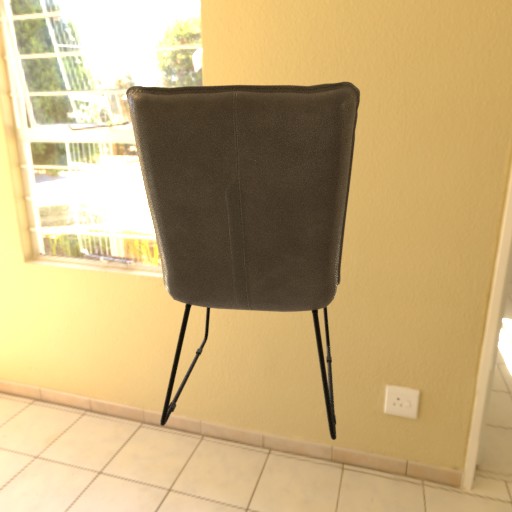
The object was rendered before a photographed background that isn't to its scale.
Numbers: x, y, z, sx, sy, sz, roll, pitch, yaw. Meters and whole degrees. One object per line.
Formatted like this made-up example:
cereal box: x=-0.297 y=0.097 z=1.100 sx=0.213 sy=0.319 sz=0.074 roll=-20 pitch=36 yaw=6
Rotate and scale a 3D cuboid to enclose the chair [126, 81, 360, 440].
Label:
chair: x=0.000 y=0.000 z=1.351 sx=0.515 sy=0.932 sz=0.688 roll=2 pitch=16 yaw=7
